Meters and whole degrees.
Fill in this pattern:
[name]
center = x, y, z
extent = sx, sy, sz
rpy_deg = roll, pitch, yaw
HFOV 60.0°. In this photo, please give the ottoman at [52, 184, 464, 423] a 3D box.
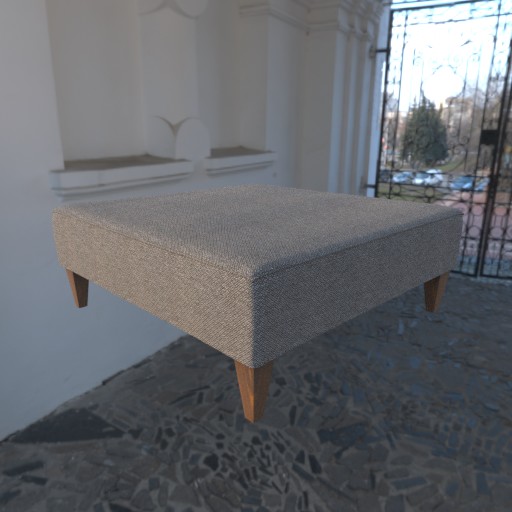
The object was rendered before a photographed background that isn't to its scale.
[ottoman]
center = 0.000, 0.000, 1.495
extent = 0.970, 0.378, 0.981
rpy_deg = -15, 22, -42
